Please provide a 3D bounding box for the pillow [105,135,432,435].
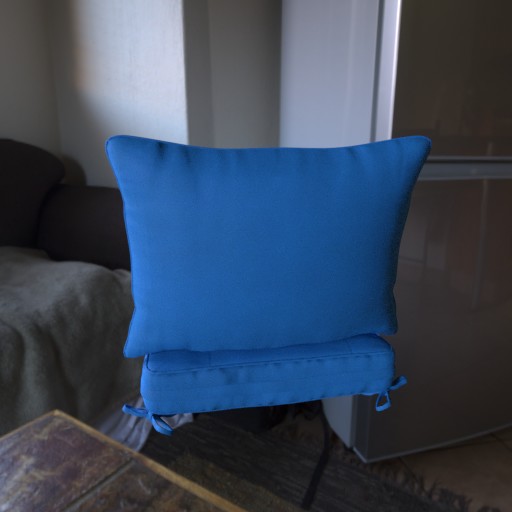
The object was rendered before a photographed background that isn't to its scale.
[{"bbox_3d":[0.000,0.000,1.373,0.798,0.725,0.733,-3,16,-10],"label":"pillow"}]
